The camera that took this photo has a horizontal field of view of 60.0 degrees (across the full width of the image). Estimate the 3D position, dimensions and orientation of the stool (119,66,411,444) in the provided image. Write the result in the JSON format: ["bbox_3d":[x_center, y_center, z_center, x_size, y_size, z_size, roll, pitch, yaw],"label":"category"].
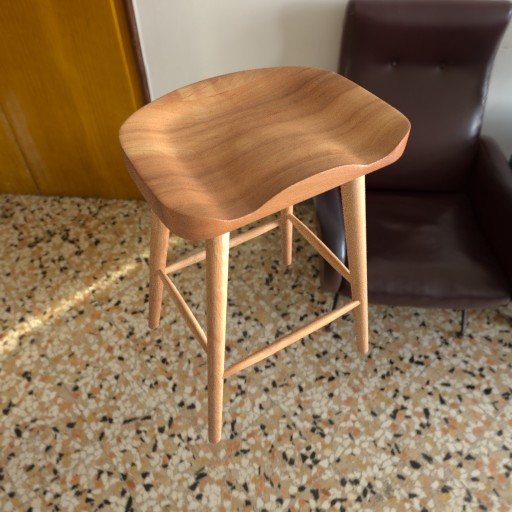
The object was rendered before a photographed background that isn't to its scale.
[{"bbox_3d":[0.000,0.000,0.892,0.440,0.615,0.361,-24,52,-20],"label":"stool"}]
